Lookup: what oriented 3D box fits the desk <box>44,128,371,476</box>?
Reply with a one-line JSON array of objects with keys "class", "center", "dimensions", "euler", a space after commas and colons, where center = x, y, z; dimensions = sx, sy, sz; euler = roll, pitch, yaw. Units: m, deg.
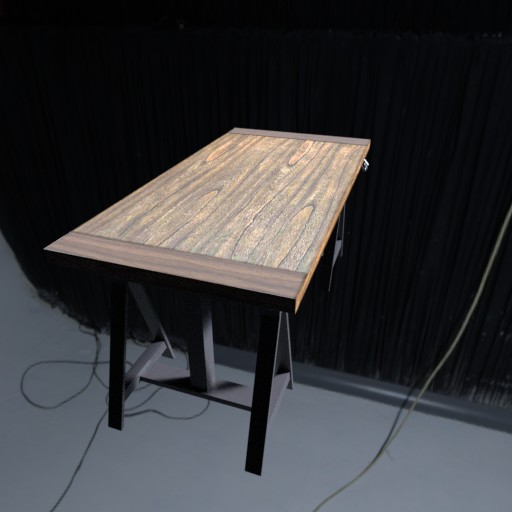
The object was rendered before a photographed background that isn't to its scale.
[{"class": "desk", "center": [0.000, 0.000, 1.990], "dimensions": [0.784, 0.725, 1.543], "euler": [10, 31, 17]}]
